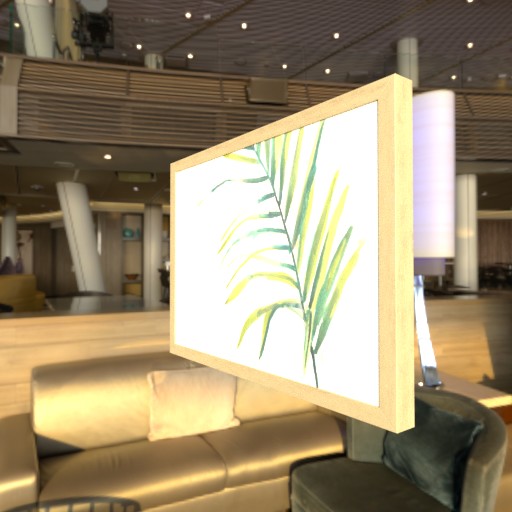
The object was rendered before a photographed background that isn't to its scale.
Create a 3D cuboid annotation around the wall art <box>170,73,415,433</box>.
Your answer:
[{"bbox_3d":[0.000,0.000,0.689,0.032,0.380,0.532,1,-1,-37],"label":"wall art"}]
